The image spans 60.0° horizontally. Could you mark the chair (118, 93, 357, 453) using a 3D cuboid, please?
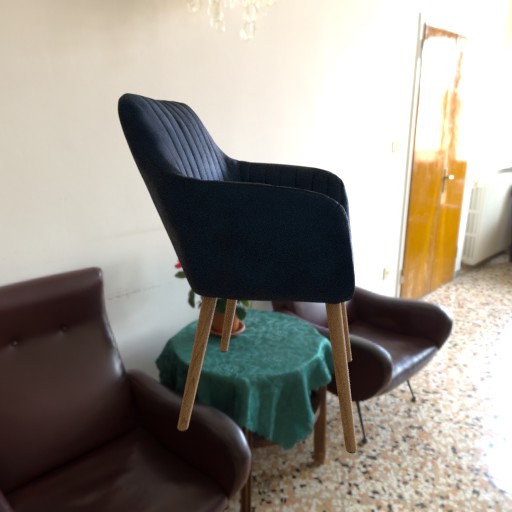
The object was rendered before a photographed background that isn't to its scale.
[{"bbox_3d":[0.000,0.000,1.215,0.573,0.826,0.578,3,16,10],"label":"chair"}]
